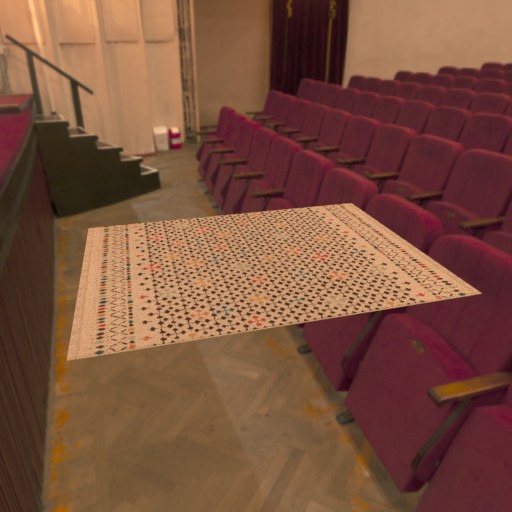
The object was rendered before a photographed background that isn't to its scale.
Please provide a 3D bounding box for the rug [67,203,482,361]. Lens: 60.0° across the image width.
[{"bbox_3d":[0.000,0.000,2.082,1.556,0.006,1.146,-7,27,-14],"label":"rug"}]
